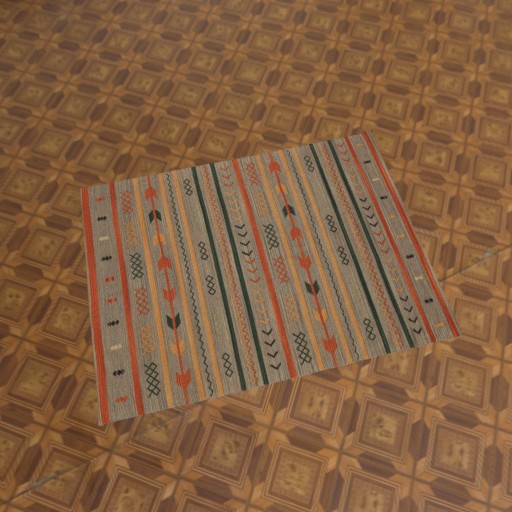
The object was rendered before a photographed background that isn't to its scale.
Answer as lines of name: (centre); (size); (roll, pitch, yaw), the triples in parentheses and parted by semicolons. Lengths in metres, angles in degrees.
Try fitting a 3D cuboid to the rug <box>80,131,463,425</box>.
rug: (0.000, 0.000, 4.032); (3.029, 0.022, 2.263); (-12, 65, -6)
